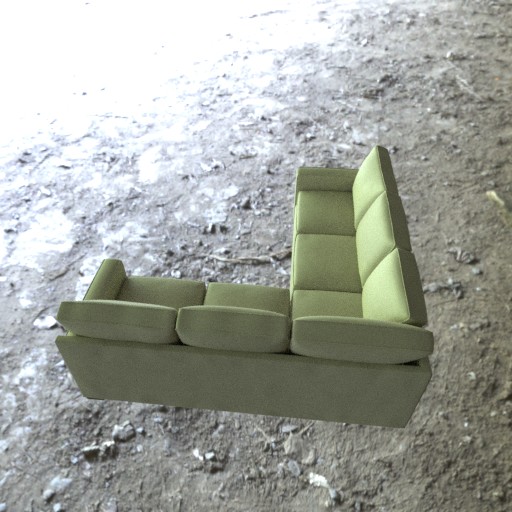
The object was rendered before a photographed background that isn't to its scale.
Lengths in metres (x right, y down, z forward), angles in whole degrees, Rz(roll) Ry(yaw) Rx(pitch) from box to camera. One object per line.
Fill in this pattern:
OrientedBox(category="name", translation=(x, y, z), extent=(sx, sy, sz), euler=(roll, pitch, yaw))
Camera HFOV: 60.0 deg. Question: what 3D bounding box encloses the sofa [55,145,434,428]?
OrientedBox(category="sofa", translation=(0.000, 0.000, 3.462), extent=(2.189, 0.939, 2.182), euler=(4, 44, 4))
